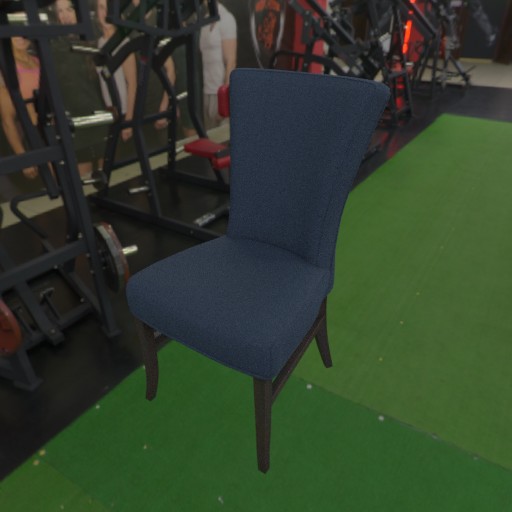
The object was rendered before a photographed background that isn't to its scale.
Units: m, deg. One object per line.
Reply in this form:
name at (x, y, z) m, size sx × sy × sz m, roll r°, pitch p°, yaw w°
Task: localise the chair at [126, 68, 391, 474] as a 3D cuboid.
chair at (0.000, 0.000, 1.359) m, size 0.520 × 0.991 × 0.660 m, roll 19°, pitch 35°, yaw 29°
